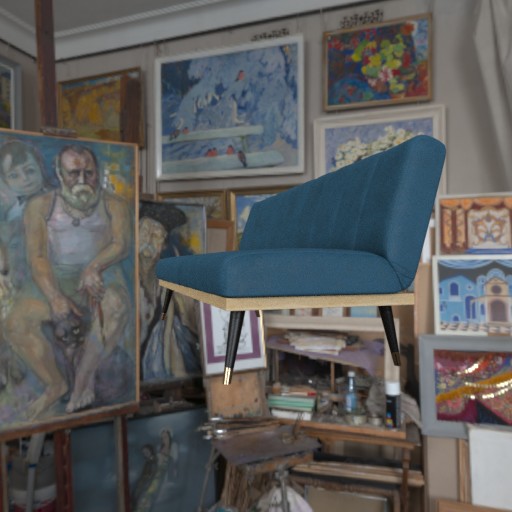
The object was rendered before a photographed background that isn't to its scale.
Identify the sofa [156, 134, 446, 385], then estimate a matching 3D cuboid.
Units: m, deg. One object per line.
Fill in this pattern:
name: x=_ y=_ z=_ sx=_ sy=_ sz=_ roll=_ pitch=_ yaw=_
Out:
sofa: x=0.000 y=0.000 z=2.281 sx=0.830 sy=0.825 sz=1.810 roll=0 pitch=-1 yaw=-19
